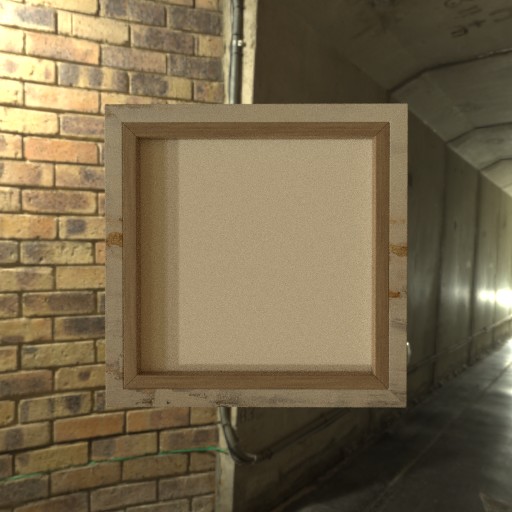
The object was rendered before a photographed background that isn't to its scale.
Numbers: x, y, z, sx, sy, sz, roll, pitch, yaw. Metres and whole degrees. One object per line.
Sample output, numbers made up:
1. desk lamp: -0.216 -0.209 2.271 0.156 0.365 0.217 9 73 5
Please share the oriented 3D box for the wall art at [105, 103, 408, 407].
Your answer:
1. wall art: 0.000 0.000 0.914 0.611 0.613 0.040 0 1 0
